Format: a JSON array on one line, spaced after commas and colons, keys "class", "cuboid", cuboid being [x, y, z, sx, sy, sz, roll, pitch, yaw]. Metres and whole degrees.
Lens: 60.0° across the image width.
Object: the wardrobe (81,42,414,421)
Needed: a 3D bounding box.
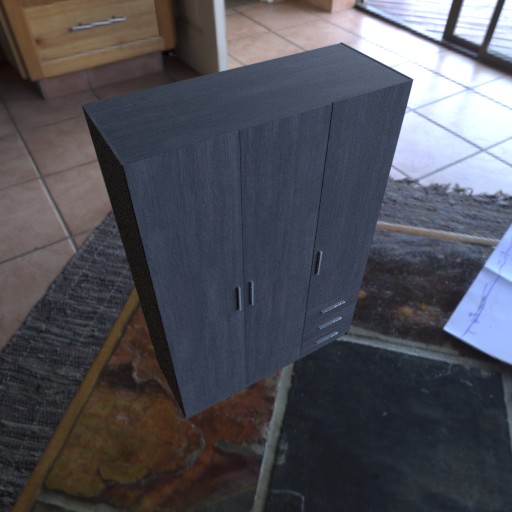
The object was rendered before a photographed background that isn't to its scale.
[{"class": "wardrobe", "cuboid": [0.000, 0.000, 2.494, 1.290, 1.910, 0.510, -23, 50, -21]}]
